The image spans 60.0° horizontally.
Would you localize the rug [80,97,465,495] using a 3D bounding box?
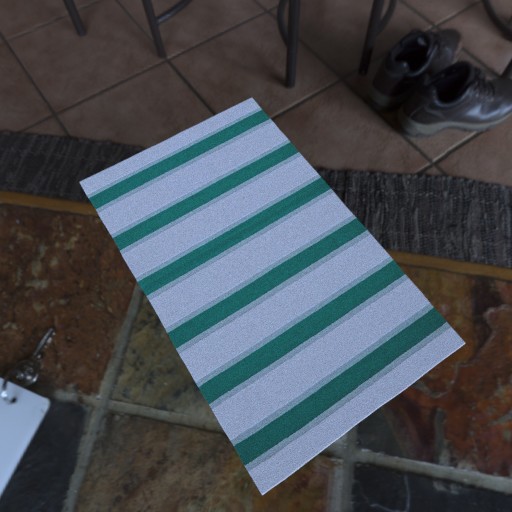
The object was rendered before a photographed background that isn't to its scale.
[{"bbox_3d":[0.000,0.000,3.009,1.521,0.015,2.436,-31,68,-14],"label":"rug"}]
